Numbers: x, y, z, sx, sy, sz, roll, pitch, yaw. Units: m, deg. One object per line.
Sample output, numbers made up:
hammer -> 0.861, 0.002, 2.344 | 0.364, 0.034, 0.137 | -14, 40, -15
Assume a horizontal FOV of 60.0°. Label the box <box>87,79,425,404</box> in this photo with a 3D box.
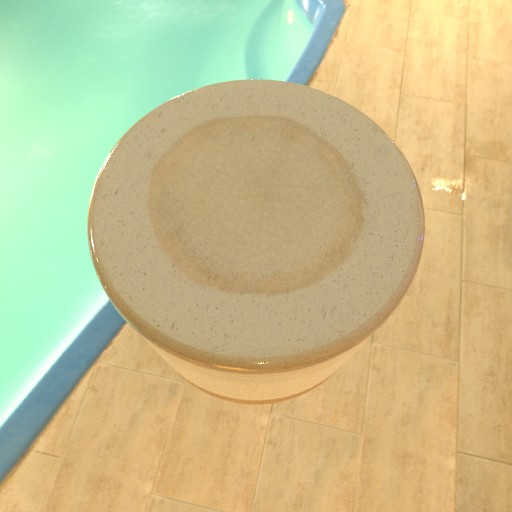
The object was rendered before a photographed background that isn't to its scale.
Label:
box -> 0.000, 0.000, 0.255 | 0.154, 0.123, 0.154 | 0, 64, 0
